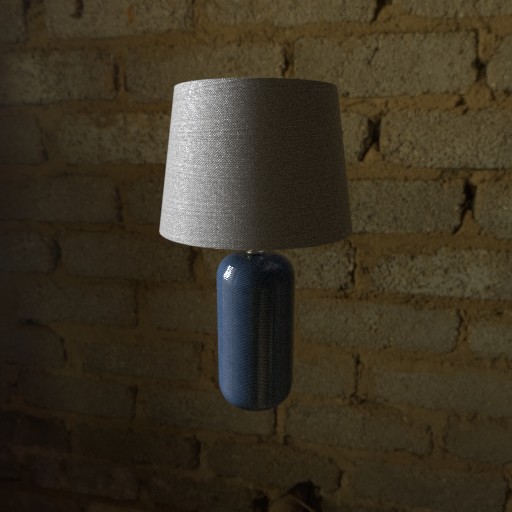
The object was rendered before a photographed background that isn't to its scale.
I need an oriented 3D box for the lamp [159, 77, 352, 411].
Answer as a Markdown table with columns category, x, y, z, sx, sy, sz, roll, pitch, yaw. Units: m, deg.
| category | x | y | z | sx | sy | sz | roll | pitch | yaw |
| --- | --- | --- | --- | --- | --- | --- | --- | --- | --- |
| lamp | 0.000 | 0.000 | 0.603 | 0.253 | 0.428 | 0.253 | 0 | 15 | 0 |
